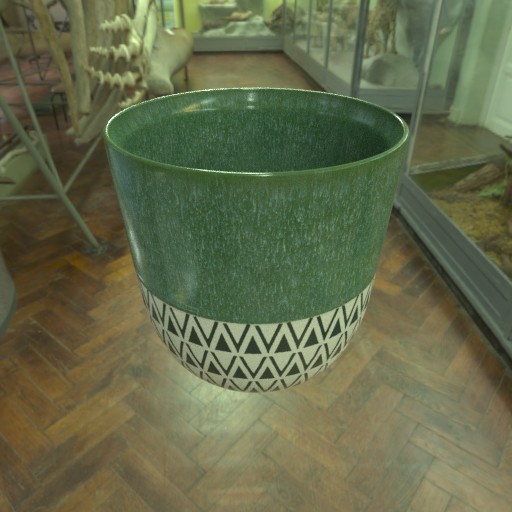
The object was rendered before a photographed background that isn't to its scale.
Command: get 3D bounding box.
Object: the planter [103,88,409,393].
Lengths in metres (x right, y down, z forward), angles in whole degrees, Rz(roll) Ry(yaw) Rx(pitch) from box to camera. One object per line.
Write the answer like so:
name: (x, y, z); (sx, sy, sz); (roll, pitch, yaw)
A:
planter: (0.000, 0.000, 0.349); (0.195, 0.214, 0.195); (0, 32, 0)
